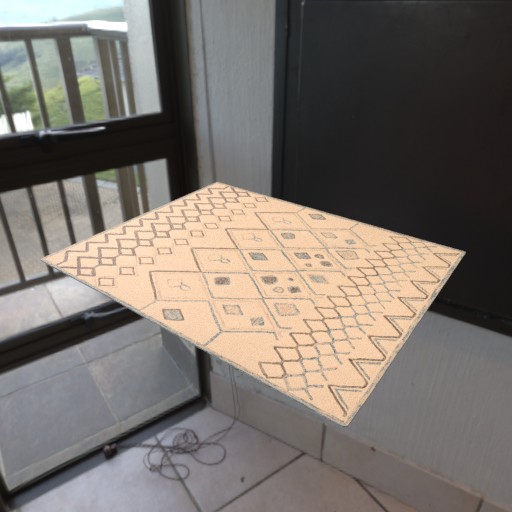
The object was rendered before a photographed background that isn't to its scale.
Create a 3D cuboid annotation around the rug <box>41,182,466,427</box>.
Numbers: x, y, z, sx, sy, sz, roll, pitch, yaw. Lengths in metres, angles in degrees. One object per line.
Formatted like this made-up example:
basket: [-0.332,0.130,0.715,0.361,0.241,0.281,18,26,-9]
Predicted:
rug: [0.000,0.000,4.063,3.056,0.013,2.441,20,36,31]
